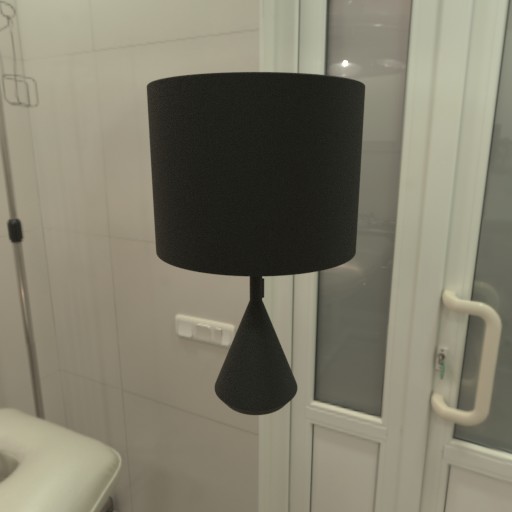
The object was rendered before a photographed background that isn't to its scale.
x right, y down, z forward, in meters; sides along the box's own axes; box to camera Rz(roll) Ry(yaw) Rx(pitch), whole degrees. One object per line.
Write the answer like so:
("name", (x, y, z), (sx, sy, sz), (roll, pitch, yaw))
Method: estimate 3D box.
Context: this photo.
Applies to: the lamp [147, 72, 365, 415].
("lamp", (0.000, 0.000, 0.820), (0.359, 0.584, 0.359), (7, 16, 26))
